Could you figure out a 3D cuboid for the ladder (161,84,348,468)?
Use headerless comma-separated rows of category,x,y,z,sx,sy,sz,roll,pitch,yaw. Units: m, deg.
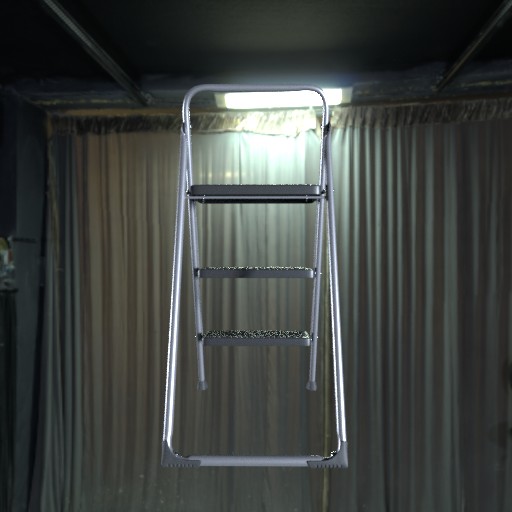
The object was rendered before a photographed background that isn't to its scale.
ladder,0.000,0.000,1.292,0.430,0.945,0.629,0,0,1
